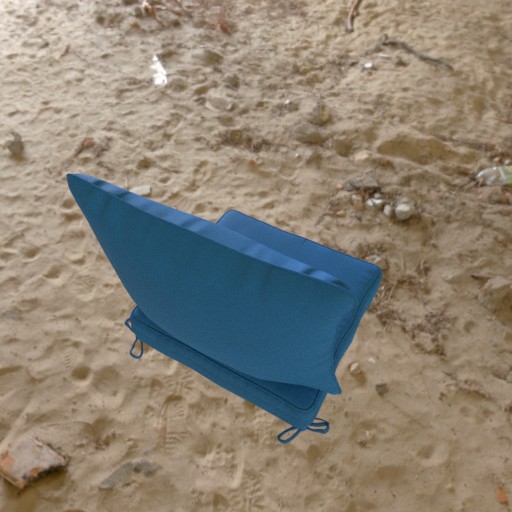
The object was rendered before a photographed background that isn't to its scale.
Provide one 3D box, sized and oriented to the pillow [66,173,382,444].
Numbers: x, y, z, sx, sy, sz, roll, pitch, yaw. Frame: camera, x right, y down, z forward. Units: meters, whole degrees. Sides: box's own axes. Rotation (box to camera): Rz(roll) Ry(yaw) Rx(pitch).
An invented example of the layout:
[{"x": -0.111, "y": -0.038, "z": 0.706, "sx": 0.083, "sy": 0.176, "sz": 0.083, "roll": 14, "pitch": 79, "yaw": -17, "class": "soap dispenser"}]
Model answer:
[{"x": 0.000, "y": 0.000, "z": 1.385, "sx": 0.798, "sy": 0.725, "sz": 0.733, "roll": 23, "pitch": 51, "yaw": 20, "class": "pillow"}]
